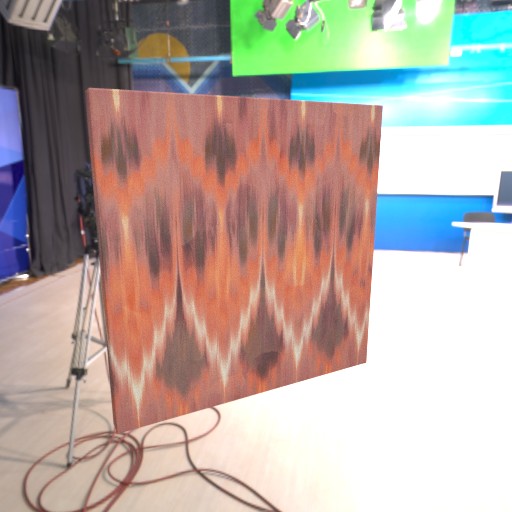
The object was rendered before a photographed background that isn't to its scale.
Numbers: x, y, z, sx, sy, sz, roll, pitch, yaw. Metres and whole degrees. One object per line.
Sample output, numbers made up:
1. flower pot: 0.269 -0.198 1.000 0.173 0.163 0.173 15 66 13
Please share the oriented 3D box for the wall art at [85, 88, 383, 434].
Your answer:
1. wall art: 0.000 0.000 0.906 0.603 0.609 0.037 -7 15 -27
